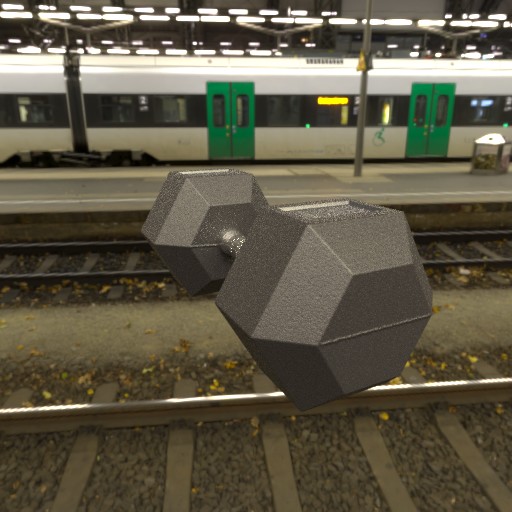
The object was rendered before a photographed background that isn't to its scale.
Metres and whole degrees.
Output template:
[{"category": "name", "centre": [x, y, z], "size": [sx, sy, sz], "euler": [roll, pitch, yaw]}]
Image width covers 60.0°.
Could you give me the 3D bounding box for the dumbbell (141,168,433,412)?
[{"category": "dumbbell", "centre": [0.000, 0.000, 0.337], "size": [0.122, 0.106, 0.271], "euler": [-9, 20, -26]}]
